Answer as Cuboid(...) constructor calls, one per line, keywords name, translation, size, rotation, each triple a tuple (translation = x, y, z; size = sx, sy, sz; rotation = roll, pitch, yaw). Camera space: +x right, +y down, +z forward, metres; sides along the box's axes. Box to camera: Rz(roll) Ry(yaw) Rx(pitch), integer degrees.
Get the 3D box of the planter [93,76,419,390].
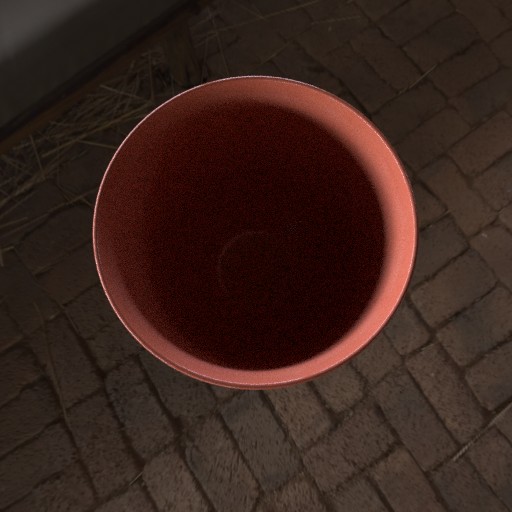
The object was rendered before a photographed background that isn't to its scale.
Cuboid(name="planter", translation=(0.000, 0.000, 0.492), size=(0.266, 0.270, 0.266), rotation=(0, 77, 0))
